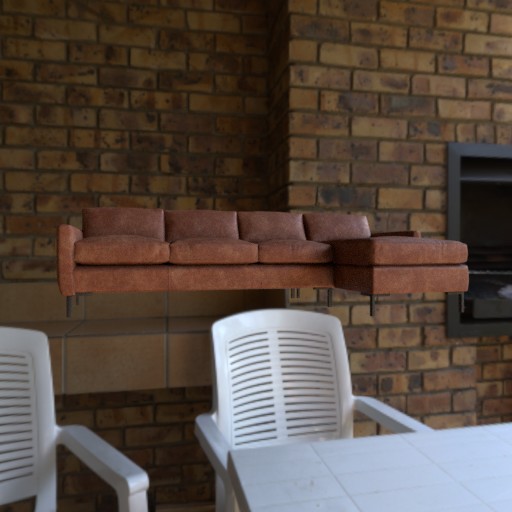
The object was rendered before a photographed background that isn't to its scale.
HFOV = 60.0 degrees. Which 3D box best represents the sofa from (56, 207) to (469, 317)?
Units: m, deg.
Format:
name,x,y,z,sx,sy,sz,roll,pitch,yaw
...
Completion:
name,x,y,z,sx,sy,sz,roll,pitch,yaw
sofa,0.000,0.000,3.633,2.993,0.859,1.471,0,0,-17
